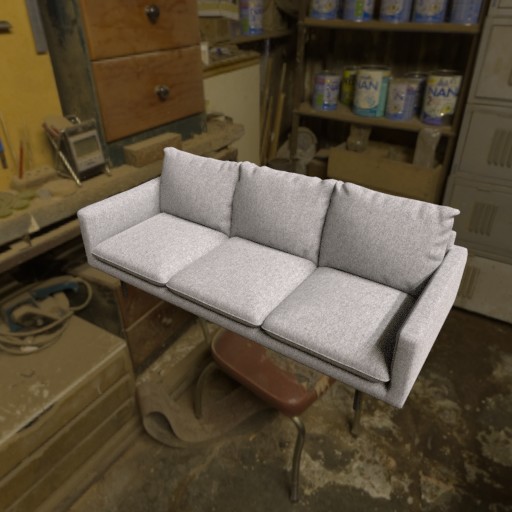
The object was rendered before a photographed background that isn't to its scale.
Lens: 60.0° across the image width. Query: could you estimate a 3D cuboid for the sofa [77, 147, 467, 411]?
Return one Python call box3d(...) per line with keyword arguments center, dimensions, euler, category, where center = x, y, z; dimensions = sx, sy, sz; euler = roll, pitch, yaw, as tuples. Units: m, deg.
box3d(center=(0.000, 0.000, 2.472), dimensions=(2.000, 0.830, 0.850), euler=(19, 36, 29), category="sofa")
